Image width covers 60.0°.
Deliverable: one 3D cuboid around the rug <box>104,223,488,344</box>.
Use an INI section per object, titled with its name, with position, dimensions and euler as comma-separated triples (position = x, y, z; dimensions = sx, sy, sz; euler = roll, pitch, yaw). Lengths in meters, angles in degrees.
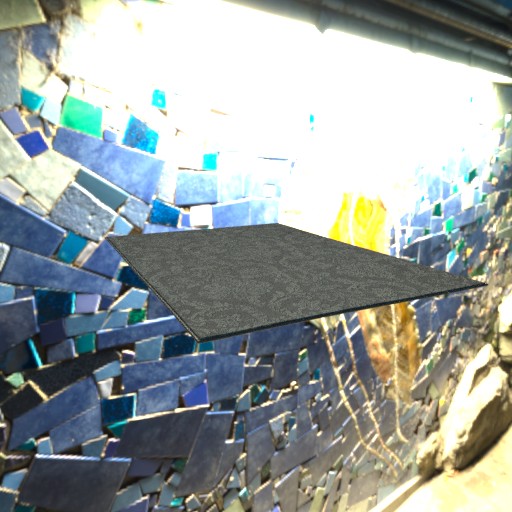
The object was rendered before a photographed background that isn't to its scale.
[rug]
position = 0.000, 0.000, 2.897
dimensions = 1.578, 0.014, 2.206
euler = -7, 15, -26
